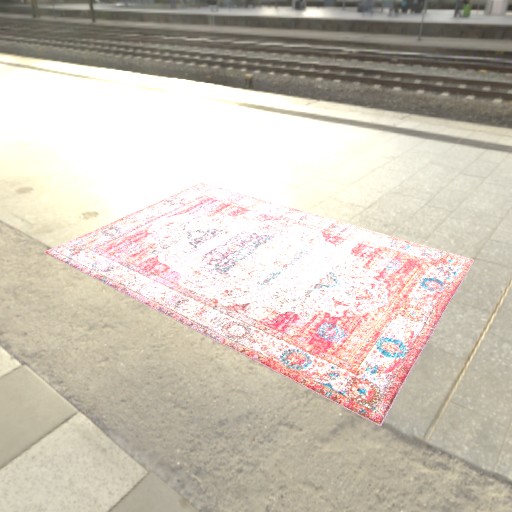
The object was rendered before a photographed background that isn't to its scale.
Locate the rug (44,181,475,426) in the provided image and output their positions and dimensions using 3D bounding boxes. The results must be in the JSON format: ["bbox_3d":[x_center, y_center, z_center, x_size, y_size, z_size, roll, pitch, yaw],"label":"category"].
[{"bbox_3d":[0.000,0.000,2.255,1.829,0.006,1.219,20,36,30],"label":"rug"}]
